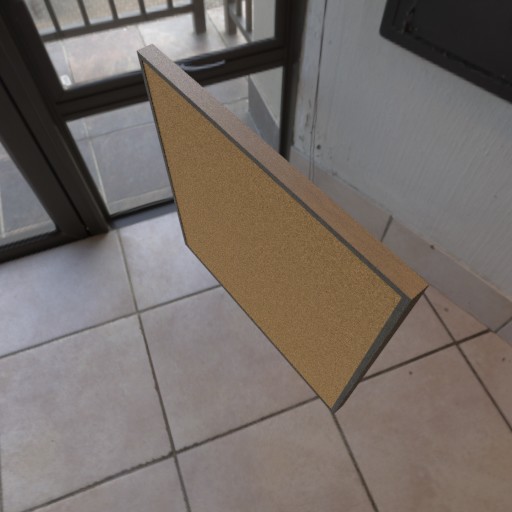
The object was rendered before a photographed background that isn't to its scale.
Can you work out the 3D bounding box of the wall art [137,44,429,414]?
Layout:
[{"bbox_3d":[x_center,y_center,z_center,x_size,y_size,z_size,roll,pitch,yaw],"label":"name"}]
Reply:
[{"bbox_3d":[0.000,0.000,1.121,0.039,0.758,0.758,-35,65,-19],"label":"wall art"}]
